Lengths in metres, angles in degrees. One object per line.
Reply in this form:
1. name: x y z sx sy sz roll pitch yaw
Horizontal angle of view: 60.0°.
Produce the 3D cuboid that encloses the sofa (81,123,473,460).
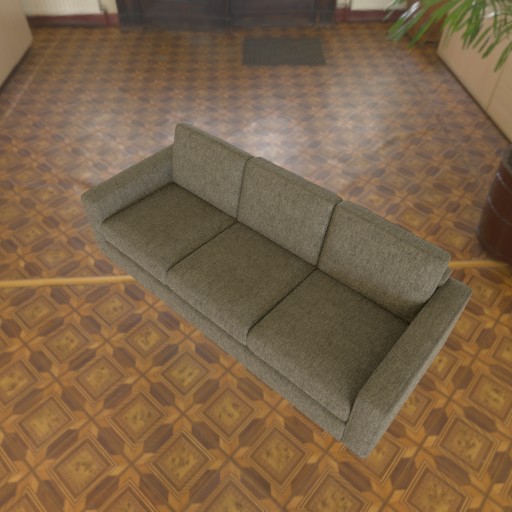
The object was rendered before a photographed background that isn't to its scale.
1. sofa: 0.000 0.000 2.598 2.160 0.800 0.900 32 54 27
